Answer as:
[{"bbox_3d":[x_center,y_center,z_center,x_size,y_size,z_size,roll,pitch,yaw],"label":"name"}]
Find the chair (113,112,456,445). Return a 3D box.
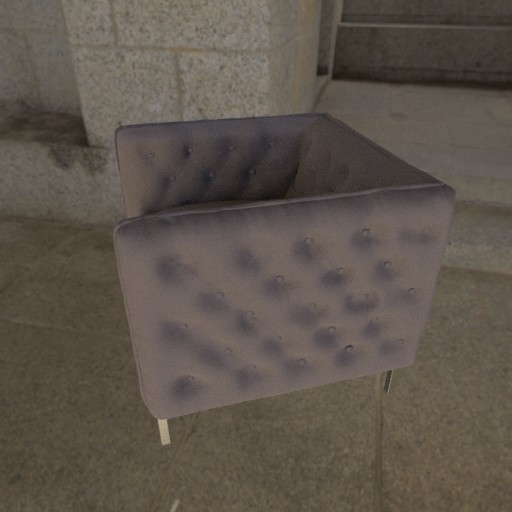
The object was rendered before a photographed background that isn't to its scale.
[{"bbox_3d":[0.000,0.000,1.624,0.913,0.807,0.946,-8,32,-13],"label":"chair"}]
